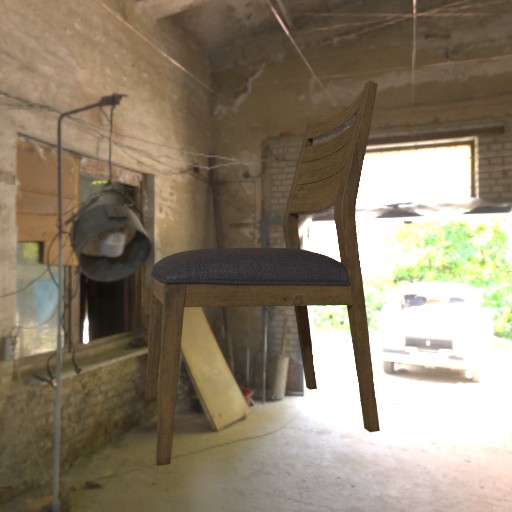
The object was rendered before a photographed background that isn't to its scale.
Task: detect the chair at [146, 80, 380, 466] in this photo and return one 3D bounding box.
[{"bbox_3d":[0.000,0.000,1.313,0.610,0.939,0.501,0,0,-17],"label":"chair"}]
